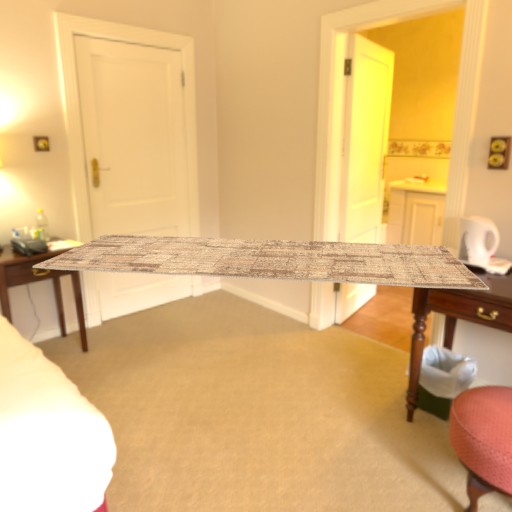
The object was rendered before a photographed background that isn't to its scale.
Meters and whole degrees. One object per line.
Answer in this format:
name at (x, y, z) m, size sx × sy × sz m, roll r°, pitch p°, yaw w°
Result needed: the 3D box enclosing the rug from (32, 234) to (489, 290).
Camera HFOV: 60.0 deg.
rug at (0.000, 0.000, 2.683) m, size 2.383 × 0.018 × 0.857 m, roll 2°, pitch 15°, yaw 8°
